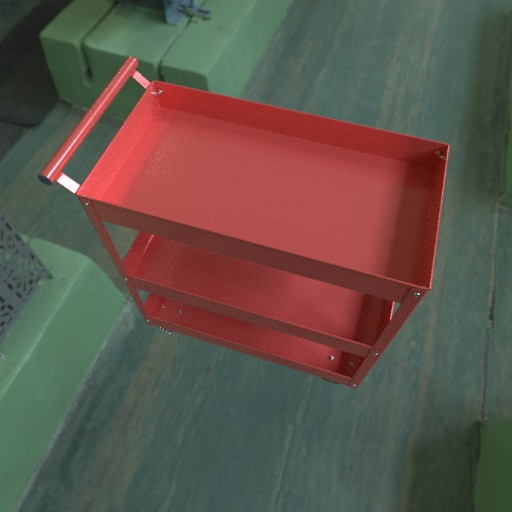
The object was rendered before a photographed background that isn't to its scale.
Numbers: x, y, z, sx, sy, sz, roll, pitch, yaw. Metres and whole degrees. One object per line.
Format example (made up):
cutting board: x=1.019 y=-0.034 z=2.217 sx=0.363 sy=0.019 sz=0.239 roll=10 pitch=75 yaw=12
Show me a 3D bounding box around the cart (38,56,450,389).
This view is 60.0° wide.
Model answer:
cart: x=0.000 y=0.000 z=1.165 sx=0.719 sy=0.780 sz=0.366 roll=15 pitch=60 yaw=9
